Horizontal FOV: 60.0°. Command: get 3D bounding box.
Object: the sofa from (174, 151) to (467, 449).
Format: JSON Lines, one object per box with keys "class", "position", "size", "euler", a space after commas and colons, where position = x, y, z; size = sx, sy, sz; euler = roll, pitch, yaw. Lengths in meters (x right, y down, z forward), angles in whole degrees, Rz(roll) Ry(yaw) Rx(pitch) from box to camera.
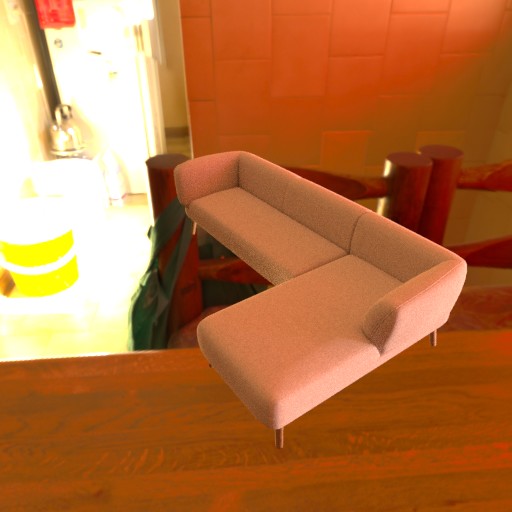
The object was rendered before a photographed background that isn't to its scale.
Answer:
{"class": "sofa", "position": [0.000, 0.000, 3.434], "size": [1.610, 0.730, 2.660], "euler": [-21, 38, -29]}
